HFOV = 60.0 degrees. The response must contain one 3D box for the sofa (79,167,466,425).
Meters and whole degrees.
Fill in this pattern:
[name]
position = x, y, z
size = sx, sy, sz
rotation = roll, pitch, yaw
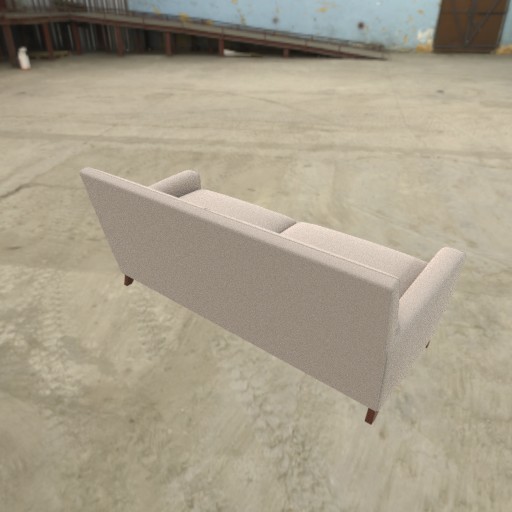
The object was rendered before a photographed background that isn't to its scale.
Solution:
[sofa]
position = 0.000, 0.000, 2.506
size = 2.000, 0.846, 0.875
rotation = 22, 36, 33
